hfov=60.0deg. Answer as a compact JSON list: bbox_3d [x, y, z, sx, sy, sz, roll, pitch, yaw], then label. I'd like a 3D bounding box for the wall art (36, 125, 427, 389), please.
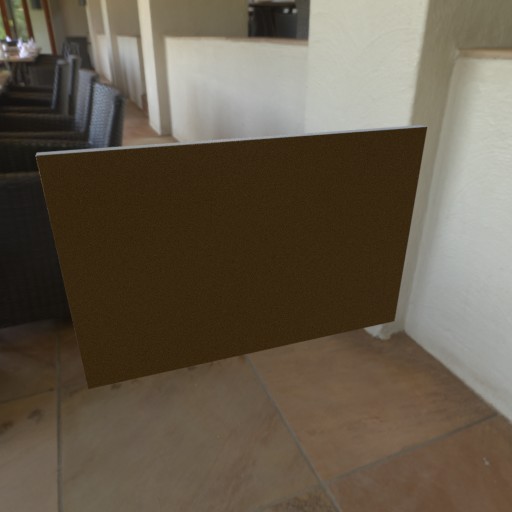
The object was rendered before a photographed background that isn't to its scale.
[{"bbox_3d":[0.000,0.000,1.162,0.932,0.610,0.027,-9,28,-17],"label":"wall art"}]
